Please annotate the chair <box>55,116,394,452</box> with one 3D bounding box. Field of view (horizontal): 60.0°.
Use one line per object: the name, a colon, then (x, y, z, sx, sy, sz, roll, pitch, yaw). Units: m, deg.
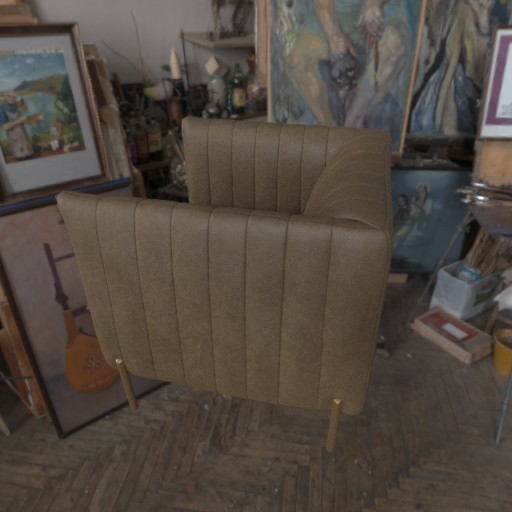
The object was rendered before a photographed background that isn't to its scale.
chair: (0.000, 0.000, 1.626, 0.876, 0.779, 0.981, 8, 31, 12)
